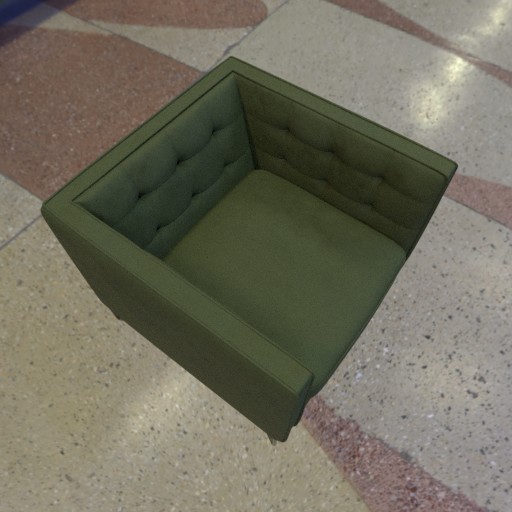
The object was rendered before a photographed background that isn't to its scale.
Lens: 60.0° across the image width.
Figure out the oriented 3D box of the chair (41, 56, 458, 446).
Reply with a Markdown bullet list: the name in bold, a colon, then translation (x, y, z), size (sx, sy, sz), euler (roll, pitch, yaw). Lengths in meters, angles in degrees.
- **chair**: translation (0.000, 0.000, 1.580), size (0.894, 0.790, 0.880), euler (33, 64, 18)
